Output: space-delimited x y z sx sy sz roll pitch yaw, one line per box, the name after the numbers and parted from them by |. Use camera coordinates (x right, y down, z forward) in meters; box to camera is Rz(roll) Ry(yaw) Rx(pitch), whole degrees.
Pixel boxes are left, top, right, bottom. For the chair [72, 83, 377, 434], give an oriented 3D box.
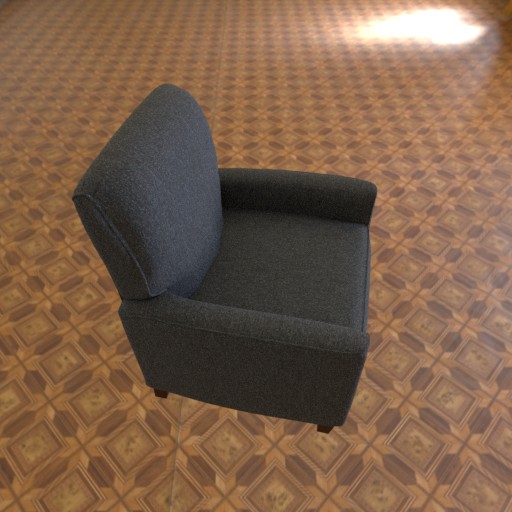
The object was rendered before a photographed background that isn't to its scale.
0.000 0.000 1.611 0.850 1.016 0.839 9 47 9 | chair
